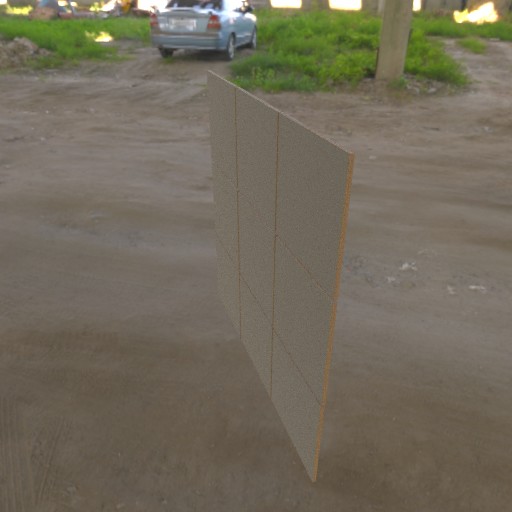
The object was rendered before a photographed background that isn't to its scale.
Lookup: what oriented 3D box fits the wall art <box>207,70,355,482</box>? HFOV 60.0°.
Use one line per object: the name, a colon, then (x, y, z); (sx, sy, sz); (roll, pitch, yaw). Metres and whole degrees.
wall art: (0.000, 0.000, 1.337); (0.010, 0.917, 0.919); (-11, 33, -17)
